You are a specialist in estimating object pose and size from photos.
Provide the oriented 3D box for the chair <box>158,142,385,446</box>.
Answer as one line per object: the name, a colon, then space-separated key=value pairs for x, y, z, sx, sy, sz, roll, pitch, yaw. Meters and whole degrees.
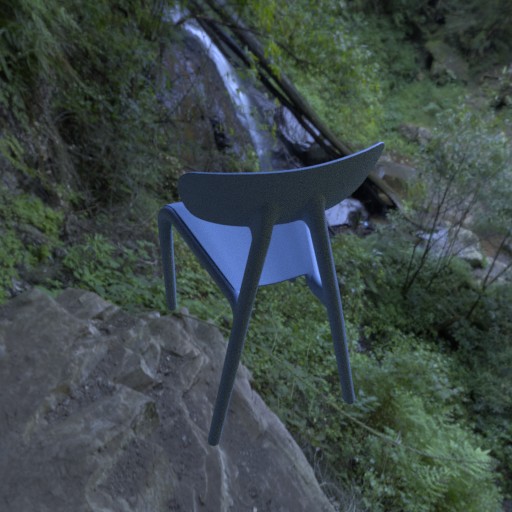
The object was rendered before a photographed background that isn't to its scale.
chair: x=0.000 y=0.000 z=0.856 sx=0.356 sy=0.580 sz=0.401 roll=-12 pitch=42 yaw=-13
